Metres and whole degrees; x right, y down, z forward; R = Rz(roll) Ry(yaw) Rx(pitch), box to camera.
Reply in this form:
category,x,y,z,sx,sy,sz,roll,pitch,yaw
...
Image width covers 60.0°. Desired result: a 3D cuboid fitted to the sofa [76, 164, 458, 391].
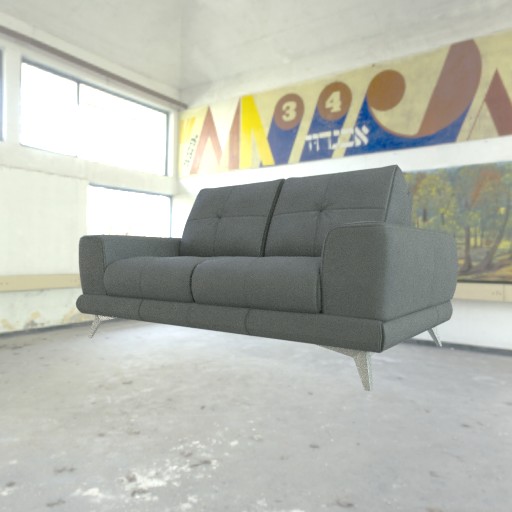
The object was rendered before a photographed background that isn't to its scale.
category,x,y,z,sx,sy,sz,roll,pitch,yaw
sofa,0.000,0.000,2.339,1.806,0.907,1.018,0,0,36
